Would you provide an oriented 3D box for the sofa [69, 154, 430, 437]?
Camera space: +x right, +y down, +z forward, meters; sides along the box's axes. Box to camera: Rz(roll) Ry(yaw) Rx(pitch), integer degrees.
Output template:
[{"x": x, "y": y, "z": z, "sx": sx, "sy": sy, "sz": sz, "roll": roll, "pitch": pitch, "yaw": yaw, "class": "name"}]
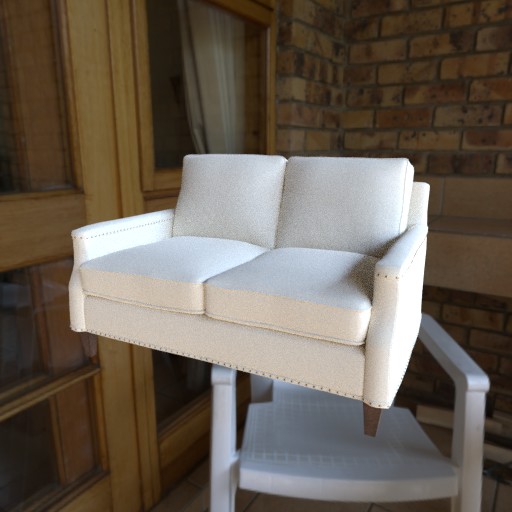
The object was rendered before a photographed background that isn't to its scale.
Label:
[{"x": 0.000, "y": 0.000, "z": 2.271, "sx": 1.597, "sy": 1.003, "sz": 1.084, "roll": 7, "pitch": 15, "yaw": 26, "class": "sofa"}]
